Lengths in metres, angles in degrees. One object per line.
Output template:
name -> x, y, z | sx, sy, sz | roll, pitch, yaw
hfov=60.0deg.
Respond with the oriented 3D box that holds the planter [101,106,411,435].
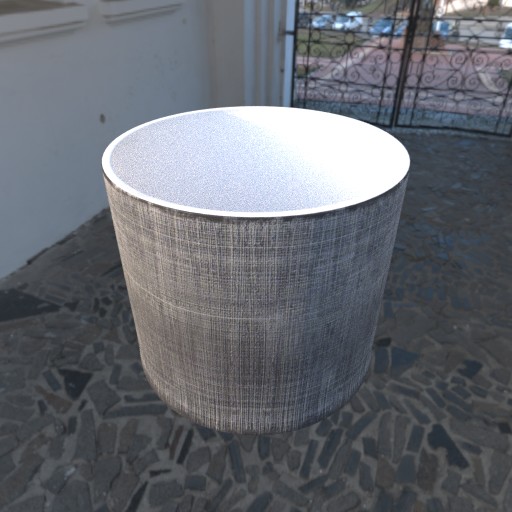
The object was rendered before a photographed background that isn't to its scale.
planter -> 0.000, 0.000, 0.308 | 0.178, 0.157, 0.178 | 0, 33, 0
